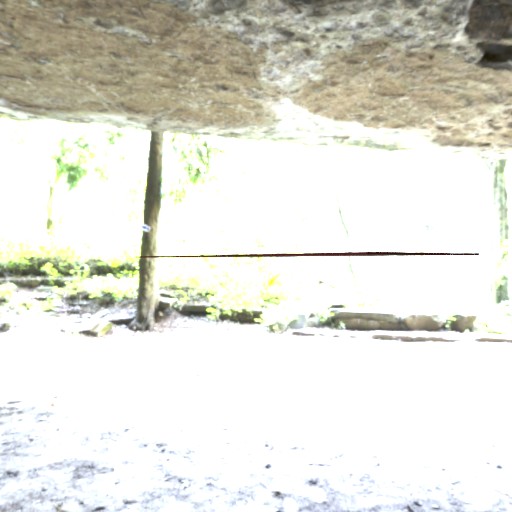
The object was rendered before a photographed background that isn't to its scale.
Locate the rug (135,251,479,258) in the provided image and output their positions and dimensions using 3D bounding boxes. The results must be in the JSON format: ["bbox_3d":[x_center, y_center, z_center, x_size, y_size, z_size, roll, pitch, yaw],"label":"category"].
[{"bbox_3d":[0.000,0.000,2.571,0.659,0.015,2.292,0,-1,-34],"label":"rug"}]
